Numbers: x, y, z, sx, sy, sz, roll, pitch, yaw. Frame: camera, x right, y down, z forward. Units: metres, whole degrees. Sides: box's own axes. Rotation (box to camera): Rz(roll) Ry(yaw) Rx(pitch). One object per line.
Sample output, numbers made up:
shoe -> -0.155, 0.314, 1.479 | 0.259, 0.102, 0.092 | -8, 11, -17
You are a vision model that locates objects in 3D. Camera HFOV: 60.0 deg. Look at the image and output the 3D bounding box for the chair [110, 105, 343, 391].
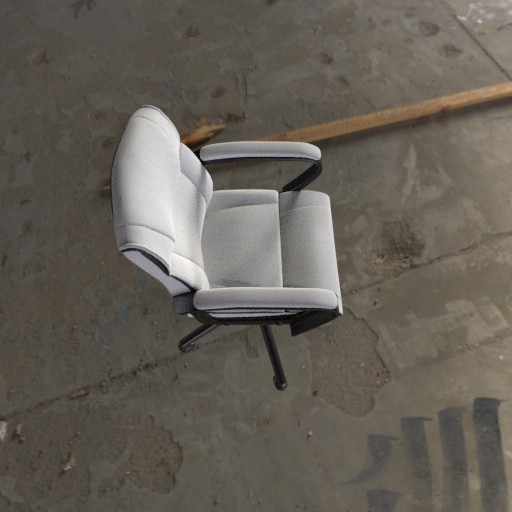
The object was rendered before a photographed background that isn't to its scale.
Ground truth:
chair -> 0.000, 0.000, 1.523 | 0.717, 1.004, 0.739 | -1, 63, 0
